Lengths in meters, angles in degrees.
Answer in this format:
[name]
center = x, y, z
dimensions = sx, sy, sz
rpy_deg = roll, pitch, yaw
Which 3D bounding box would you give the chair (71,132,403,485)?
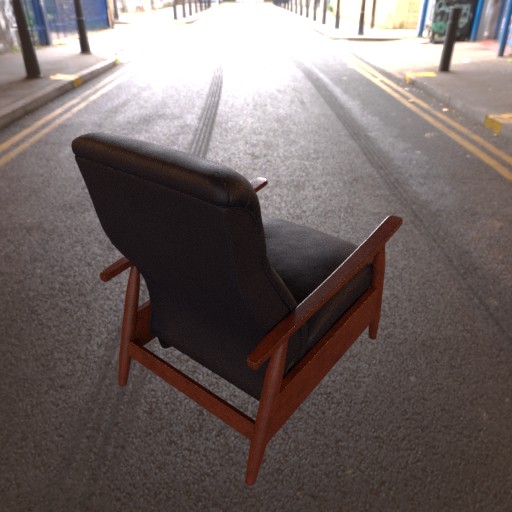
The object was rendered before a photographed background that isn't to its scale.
[chair]
center = 0.000, 0.000, 1.737
dimensions = 0.762, 1.082, 1.014
rpy_deg = 22, 37, 32
